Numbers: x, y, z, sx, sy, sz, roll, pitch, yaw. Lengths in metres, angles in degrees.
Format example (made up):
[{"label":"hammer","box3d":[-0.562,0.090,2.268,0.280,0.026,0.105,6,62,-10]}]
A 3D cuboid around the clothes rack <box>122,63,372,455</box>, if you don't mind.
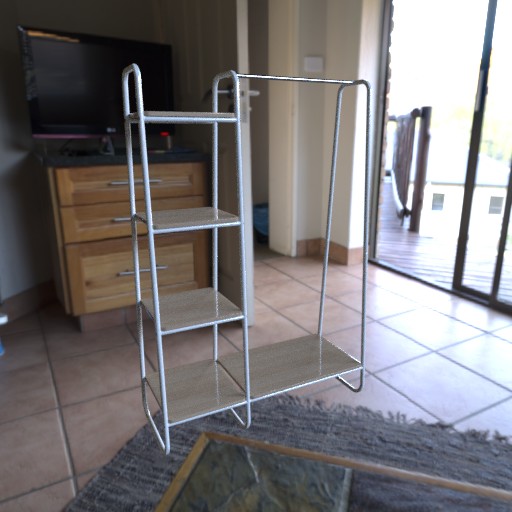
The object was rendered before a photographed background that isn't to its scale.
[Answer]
[{"label":"clothes rack","box3d":[0.000,0.000,1.963,1.011,1.500,0.400,-8,17,-26]}]
